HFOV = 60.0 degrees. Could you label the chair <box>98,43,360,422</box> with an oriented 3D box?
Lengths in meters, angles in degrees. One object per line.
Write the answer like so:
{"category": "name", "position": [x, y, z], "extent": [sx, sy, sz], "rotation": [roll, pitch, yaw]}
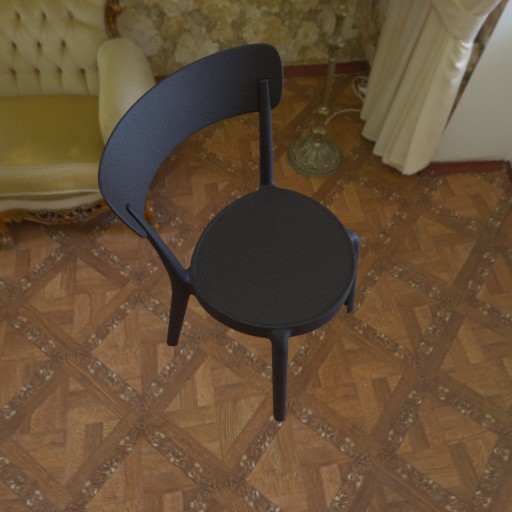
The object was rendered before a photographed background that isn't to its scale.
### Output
{"category": "chair", "position": [0.000, 0.000, 1.113], "extent": [0.491, 0.790, 0.506], "rotation": [30, 63, 18]}
